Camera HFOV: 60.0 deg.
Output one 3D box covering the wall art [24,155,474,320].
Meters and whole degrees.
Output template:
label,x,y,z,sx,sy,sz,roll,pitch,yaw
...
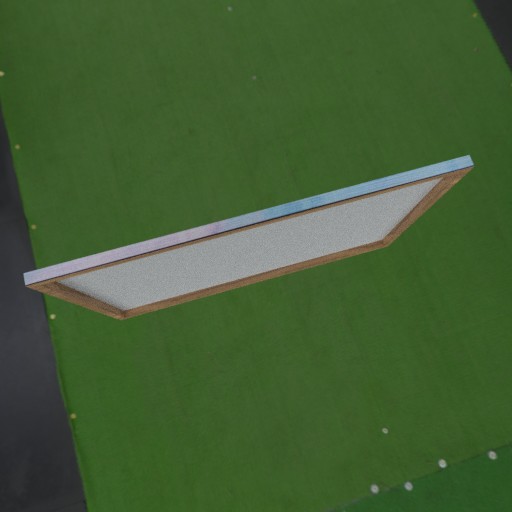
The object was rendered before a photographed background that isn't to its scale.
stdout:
label,x,y,z,sx,sy,sz,roll,pitch,yaw
wall art,0.000,0.000,1.451,1.137,0.756,0.034,-15,76,-4
